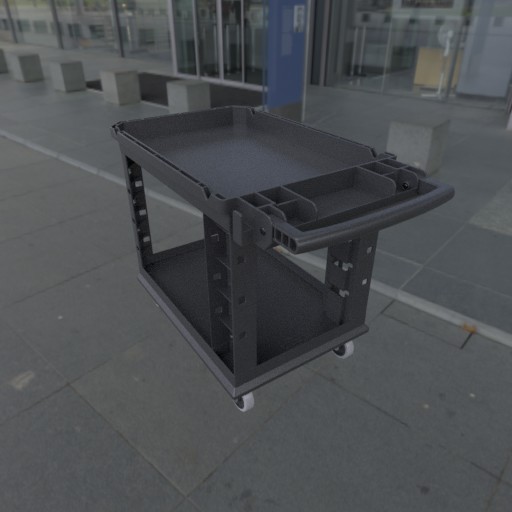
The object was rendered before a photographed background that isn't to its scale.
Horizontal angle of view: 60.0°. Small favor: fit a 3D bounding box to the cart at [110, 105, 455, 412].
[{"bbox_3d":[0.000,0.000,1.769,0.674,0.884,1.239,-19,35,-29],"label":"cart"}]
